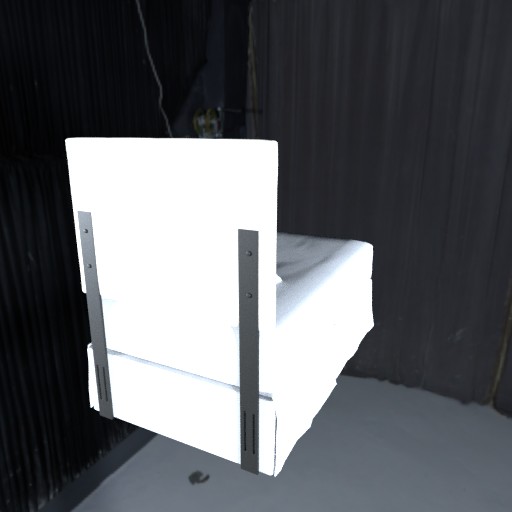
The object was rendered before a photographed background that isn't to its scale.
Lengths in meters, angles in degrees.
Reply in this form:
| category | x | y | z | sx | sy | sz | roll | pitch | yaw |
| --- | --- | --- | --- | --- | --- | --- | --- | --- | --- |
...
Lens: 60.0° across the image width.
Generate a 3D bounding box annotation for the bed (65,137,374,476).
| category | x | y | z | sx | sy | sz | roll | pitch | yaw |
| --- | --- | --- | --- | --- | --- | --- | --- | --- | --- |
| bed | 0.000 | 0.000 | 2.996 | 1.261 | 1.571 | 1.997 | 8 | 18 | 26 |
